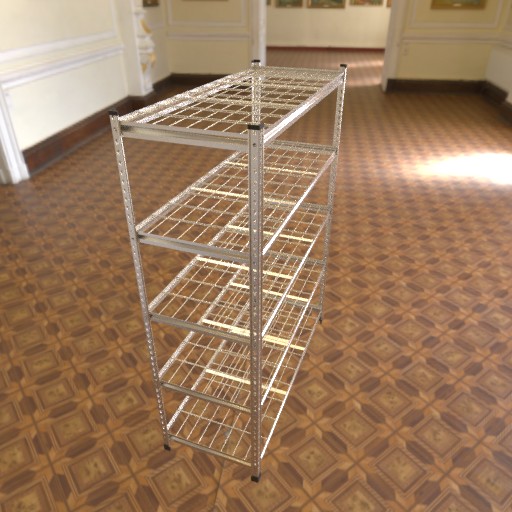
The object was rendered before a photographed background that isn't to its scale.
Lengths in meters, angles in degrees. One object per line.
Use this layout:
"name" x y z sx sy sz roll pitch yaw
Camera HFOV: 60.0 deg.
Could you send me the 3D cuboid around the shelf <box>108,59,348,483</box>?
"shelf" 0.000 0.000 2.672 0.610 1.981 1.524 11 33 18
